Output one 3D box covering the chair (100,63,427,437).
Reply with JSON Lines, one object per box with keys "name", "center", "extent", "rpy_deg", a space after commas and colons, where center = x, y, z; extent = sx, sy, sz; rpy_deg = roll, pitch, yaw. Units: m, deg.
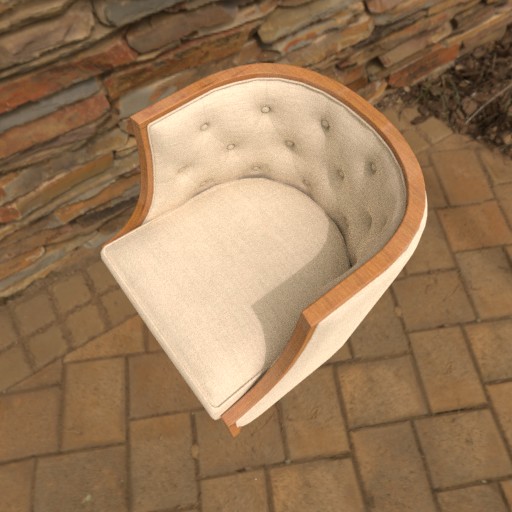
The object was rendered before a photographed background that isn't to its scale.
{"name": "chair", "center": [0.000, 0.000, 1.350], "extent": [0.757, 0.775, 0.711], "rpy_deg": [-35, 68, -16]}
